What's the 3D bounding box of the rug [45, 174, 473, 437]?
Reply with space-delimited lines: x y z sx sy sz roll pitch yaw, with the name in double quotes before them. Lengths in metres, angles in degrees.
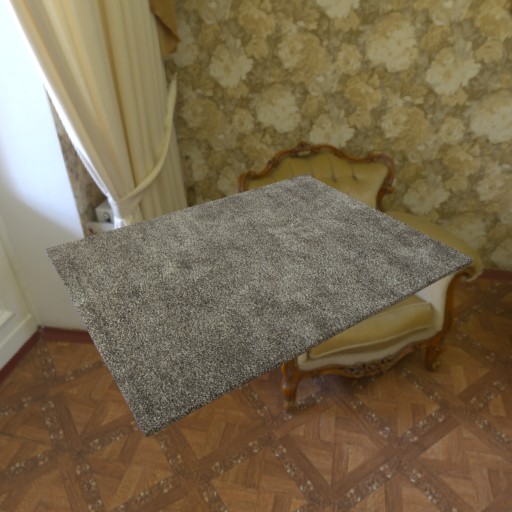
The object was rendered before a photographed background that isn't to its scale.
"rug" 0.000 0.000 2.066 1.601 0.025 1.198 -21 39 -28
